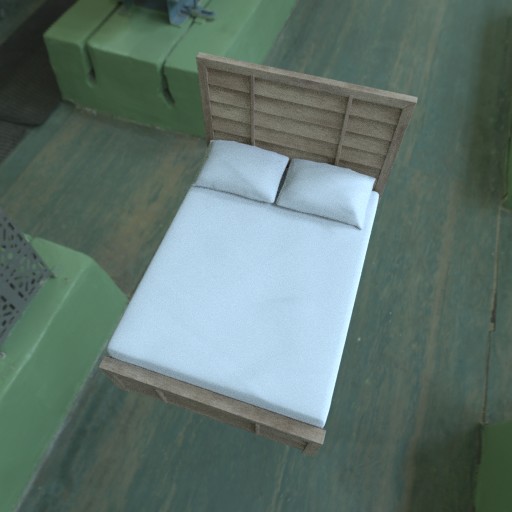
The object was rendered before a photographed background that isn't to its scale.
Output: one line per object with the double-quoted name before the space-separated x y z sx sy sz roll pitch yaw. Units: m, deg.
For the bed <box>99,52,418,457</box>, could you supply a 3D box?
"bed" 0.000 0.000 3.335 1.626 1.626 2.197 16 60 9
